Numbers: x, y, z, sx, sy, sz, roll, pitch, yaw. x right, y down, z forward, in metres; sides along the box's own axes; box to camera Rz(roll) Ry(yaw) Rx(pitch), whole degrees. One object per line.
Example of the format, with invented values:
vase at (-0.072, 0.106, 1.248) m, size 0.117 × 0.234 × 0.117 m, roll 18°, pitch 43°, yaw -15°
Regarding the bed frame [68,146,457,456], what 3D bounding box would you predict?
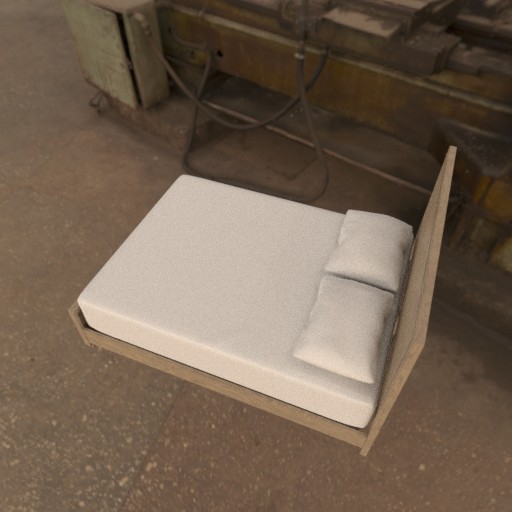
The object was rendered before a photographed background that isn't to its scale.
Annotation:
bed frame at (0.000, 0.000, 3.174) m, size 2.189 × 1.369 × 1.606 m, roll 16°, pitch 49°, yaw 15°
